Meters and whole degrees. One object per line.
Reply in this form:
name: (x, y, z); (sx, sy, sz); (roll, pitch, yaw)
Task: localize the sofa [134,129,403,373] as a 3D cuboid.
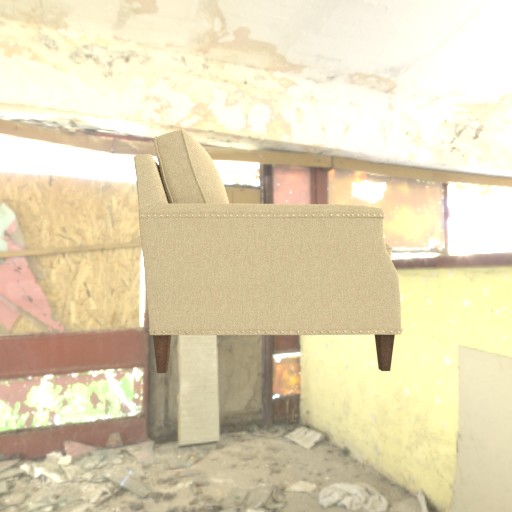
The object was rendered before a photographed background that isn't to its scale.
sofa: (0.000, 0.000, 2.829); (1.084, 1.003, 2.246); (0, -2, -2)
